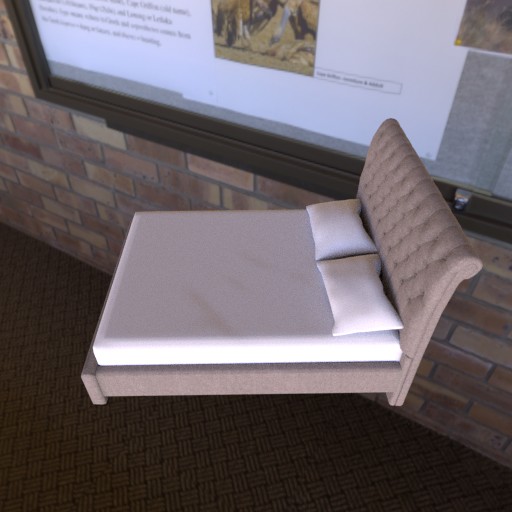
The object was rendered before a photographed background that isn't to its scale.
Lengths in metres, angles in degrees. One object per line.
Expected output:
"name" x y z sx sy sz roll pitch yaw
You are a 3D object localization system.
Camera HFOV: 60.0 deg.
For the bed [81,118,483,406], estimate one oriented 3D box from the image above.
"bed" 0.000 0.000 3.238 2.252 1.371 1.645 -1 41 -1
